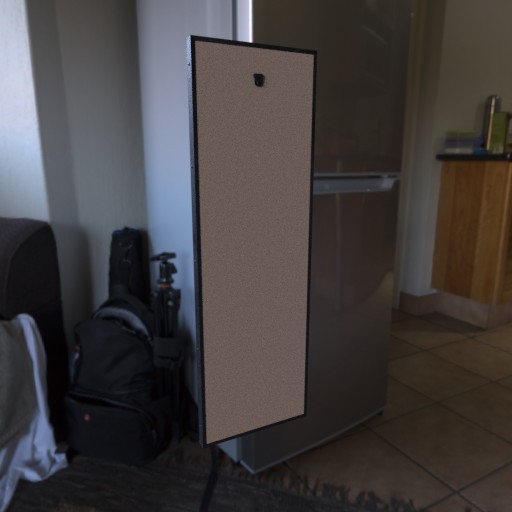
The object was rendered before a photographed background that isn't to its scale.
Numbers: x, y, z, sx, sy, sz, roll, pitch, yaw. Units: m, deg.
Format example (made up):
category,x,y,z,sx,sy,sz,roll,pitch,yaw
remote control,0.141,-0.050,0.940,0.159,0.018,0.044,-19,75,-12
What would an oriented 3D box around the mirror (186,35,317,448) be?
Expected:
category,x,y,z,sx,sy,sz,roll,pitch,yaw
mirror,0.000,0.000,1.218,0.354,1.080,0.042,-7,15,-27
